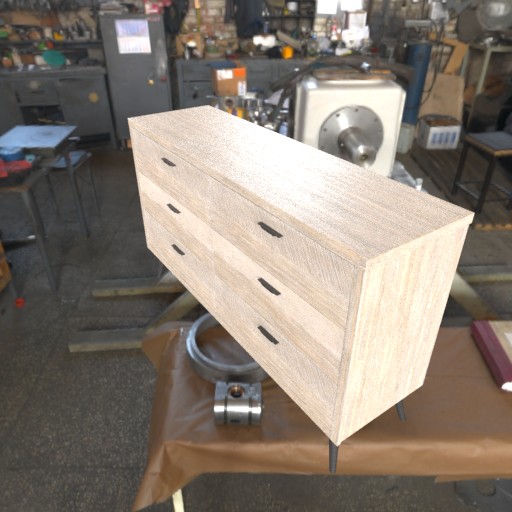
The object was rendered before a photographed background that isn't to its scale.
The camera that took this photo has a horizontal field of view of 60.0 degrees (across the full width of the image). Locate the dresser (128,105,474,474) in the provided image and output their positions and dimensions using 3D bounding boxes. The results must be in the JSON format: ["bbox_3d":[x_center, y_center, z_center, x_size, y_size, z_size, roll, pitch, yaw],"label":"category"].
[{"bbox_3d":[0.000,0.000,1.925,0.457,0.914,1.524,-20,38,-29],"label":"dresser"}]
